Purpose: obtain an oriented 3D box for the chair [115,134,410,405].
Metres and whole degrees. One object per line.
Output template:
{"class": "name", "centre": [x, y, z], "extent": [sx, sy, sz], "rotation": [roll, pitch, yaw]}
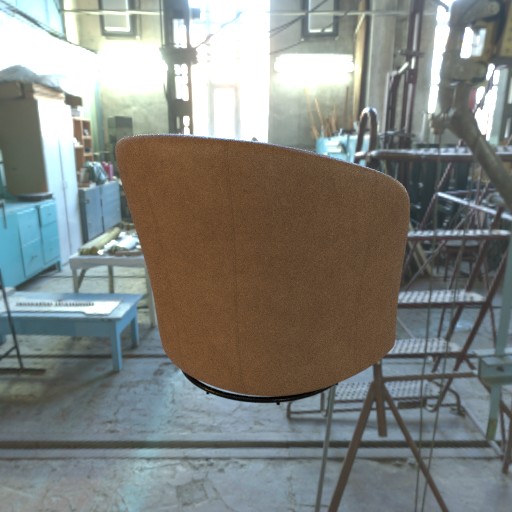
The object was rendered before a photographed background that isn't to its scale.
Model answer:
{"class": "chair", "centre": [0.000, 0.000, 1.464], "extent": [0.791, 0.771, 0.815], "rotation": [14, 20, 43]}
